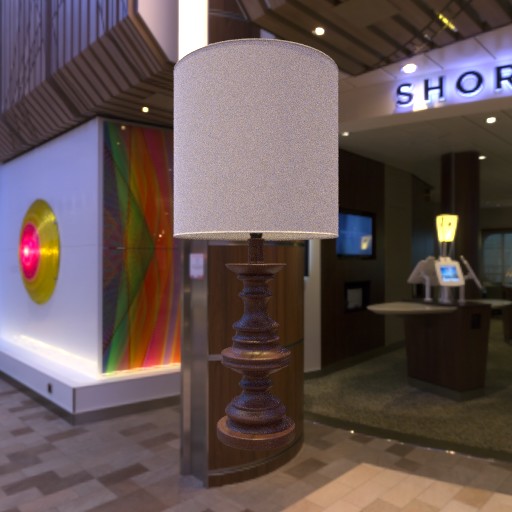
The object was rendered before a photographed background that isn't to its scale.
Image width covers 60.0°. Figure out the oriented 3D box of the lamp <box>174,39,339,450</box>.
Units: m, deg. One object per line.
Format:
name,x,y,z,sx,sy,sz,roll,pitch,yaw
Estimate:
lamp,0.000,0.000,0.568,0.208,0.455,0.208,0,0,-1
